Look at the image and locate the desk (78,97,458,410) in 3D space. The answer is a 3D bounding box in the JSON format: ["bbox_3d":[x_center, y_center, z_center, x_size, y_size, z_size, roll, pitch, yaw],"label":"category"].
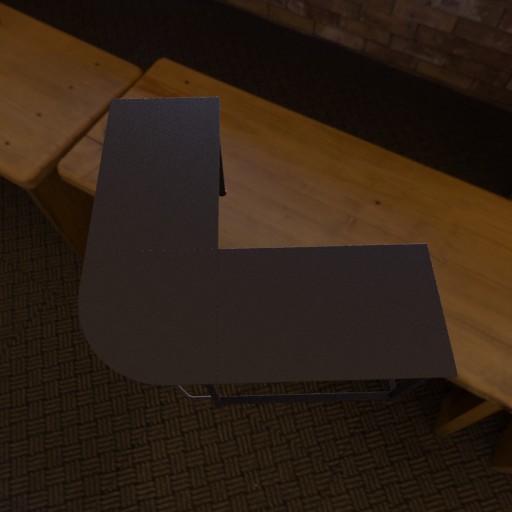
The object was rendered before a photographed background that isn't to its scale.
[{"bbox_3d":[0.000,0.000,2.225,1.400,0.762,1.400,-1,63,-1],"label":"desk"}]
